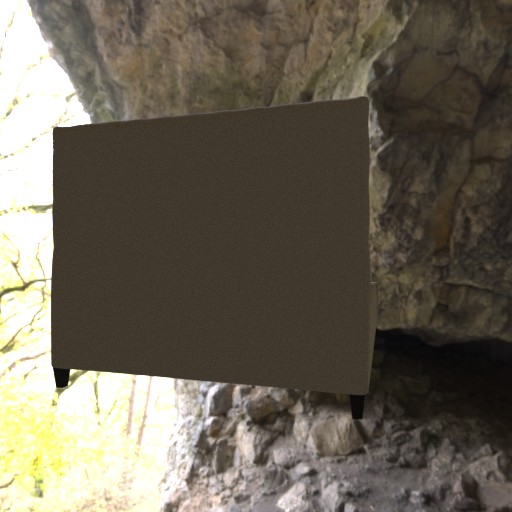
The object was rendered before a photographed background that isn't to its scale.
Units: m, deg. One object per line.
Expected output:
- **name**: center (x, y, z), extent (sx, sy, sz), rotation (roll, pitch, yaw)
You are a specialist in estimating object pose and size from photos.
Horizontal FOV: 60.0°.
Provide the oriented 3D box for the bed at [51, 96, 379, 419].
- **bed**: center (0.000, 0.000, 3.225), extent (1.696, 1.426, 2.233), rotation (0, 0, 17)
